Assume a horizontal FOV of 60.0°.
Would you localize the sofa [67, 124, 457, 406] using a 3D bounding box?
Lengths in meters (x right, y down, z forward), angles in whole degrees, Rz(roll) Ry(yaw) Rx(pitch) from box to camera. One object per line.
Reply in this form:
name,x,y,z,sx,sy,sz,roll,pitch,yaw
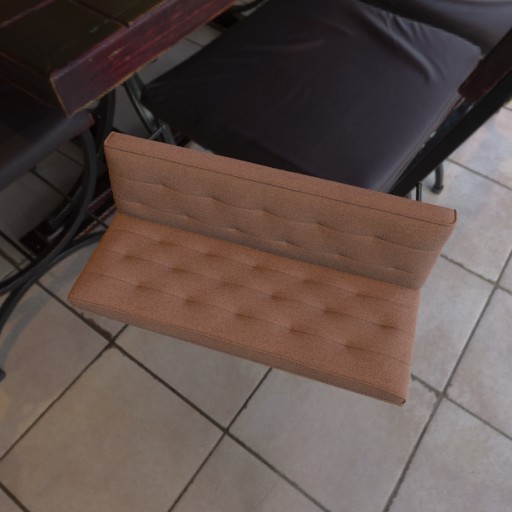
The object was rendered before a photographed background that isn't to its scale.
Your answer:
sofa,0.000,0.000,2.397,1.820,0.810,1.038,15,59,9
